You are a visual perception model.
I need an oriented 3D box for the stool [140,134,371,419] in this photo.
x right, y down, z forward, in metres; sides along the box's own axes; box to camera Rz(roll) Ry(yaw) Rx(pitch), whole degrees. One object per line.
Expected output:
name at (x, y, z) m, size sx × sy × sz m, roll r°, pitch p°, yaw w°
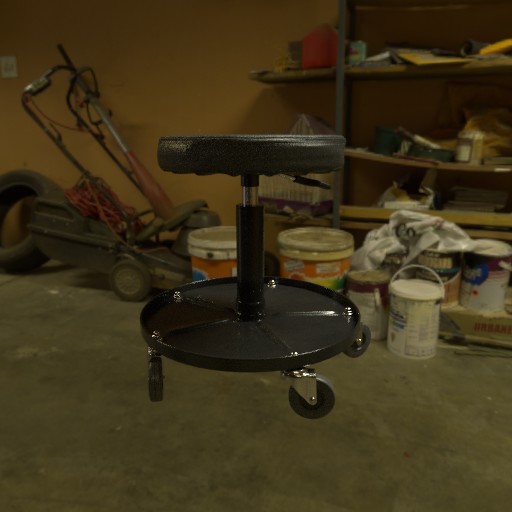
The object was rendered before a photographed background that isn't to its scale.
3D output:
stool at (0.000, 0.000, 0.694) m, size 0.382 × 0.365 × 0.381 m, roll -7°, pitch 16°, yaw -25°
